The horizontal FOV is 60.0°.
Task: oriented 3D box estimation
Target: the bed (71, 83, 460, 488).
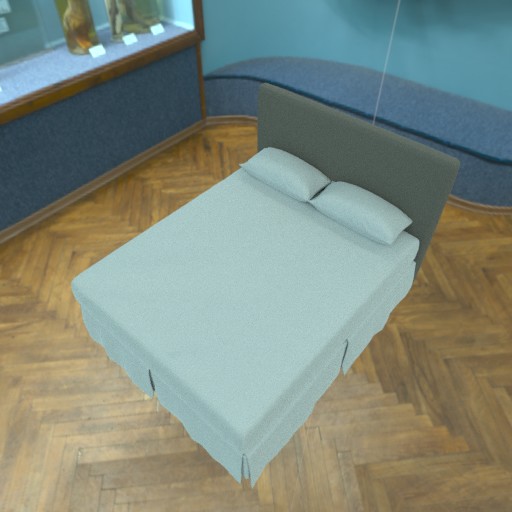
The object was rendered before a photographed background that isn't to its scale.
[{"bbox_3d":[0.000,0.000,3.157,1.748,1.330,2.142,33,55,27],"label":"bed"}]
